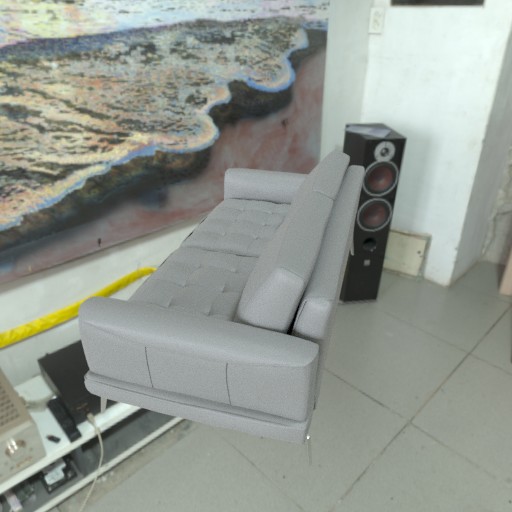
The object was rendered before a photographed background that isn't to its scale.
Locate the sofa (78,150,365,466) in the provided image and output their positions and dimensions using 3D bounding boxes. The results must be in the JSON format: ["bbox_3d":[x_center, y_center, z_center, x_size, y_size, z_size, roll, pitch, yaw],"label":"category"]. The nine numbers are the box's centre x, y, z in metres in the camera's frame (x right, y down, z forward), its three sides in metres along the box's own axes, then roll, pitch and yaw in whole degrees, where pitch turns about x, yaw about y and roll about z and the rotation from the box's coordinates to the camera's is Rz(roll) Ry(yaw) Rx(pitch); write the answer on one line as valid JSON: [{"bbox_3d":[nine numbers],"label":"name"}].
[{"bbox_3d":[0.000,0.000,2.735,1.121,0.930,2.177,8,30,14],"label":"sofa"}]
